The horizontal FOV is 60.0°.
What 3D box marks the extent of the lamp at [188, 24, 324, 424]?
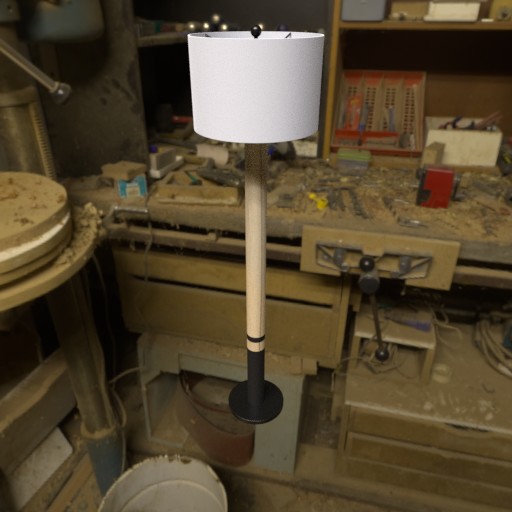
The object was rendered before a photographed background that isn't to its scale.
[{"bbox_3d":[0.000,0.000,1.597,0.381,1.478,0.381,8,30,13],"label":"lamp"}]
